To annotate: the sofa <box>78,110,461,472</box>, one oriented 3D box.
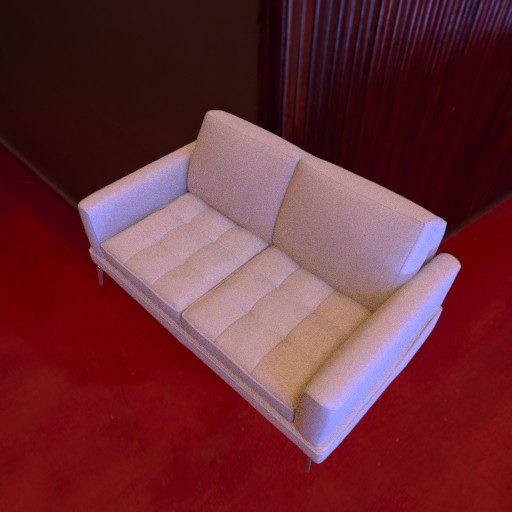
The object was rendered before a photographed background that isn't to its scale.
[{"bbox_3d":[0.000,0.000,2.408,1.819,0.930,1.121,34,55,29],"label":"sofa"}]
